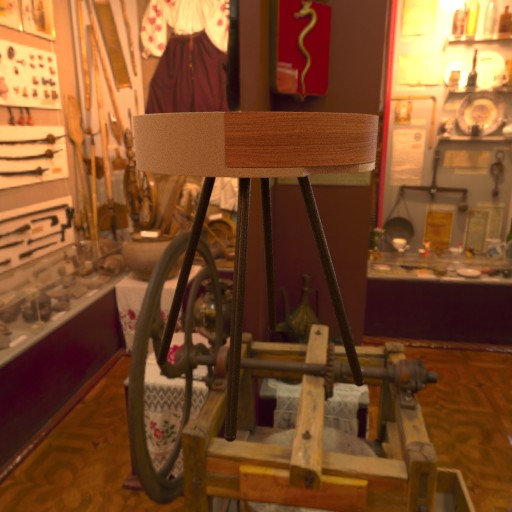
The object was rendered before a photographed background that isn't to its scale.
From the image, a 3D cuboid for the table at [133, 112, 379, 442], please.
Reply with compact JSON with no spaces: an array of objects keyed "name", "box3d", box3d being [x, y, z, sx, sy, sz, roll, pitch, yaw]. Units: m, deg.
[{"name":"table","box3d":[0.000,0.000,0.878,0.450,0.525,0.450,0,16,0]}]
